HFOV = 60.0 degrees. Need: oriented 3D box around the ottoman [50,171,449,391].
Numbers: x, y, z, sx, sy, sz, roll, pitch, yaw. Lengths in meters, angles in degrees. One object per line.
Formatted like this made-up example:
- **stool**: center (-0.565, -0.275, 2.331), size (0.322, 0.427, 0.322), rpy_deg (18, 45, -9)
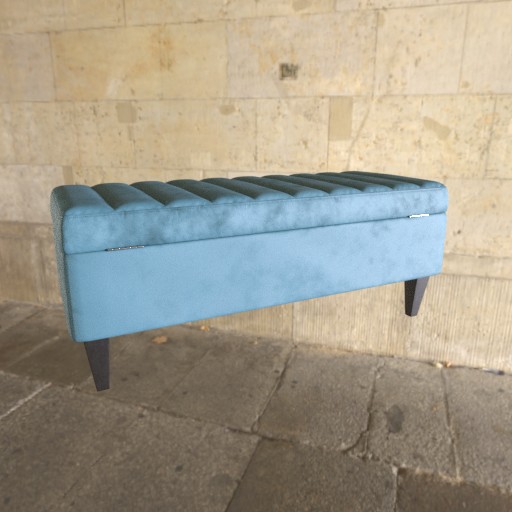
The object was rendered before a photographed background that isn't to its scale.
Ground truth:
- **ottoman**: center (0.000, 0.000, 1.413), size (1.151, 0.469, 0.482), rpy_deg (-8, 18, -25)
